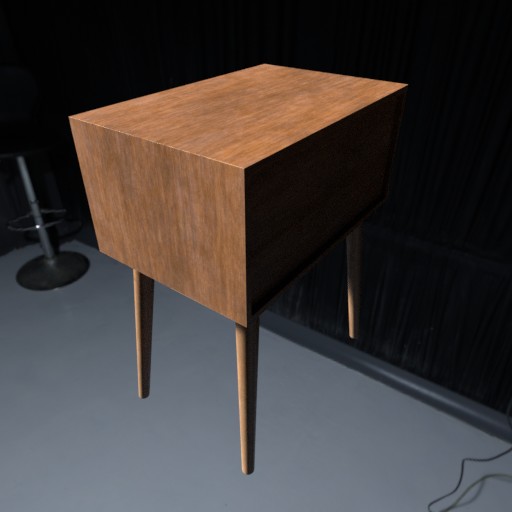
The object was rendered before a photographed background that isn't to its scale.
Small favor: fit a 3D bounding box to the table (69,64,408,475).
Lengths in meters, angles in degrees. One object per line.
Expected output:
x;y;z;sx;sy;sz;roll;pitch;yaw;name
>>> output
0.000;0.000;0.839;0.307;0.580;0.454;22;40;30;table
